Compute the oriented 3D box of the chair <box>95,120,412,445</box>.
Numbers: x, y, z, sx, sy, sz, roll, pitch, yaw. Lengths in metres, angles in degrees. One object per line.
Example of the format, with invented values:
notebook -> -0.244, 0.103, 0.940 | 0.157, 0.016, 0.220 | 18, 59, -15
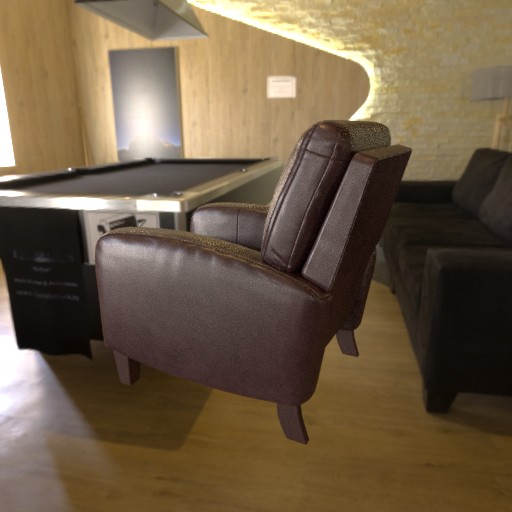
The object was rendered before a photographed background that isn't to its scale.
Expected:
chair -> 0.000, 0.000, 1.701 | 0.990, 0.990, 0.762 | 8, 18, 26
